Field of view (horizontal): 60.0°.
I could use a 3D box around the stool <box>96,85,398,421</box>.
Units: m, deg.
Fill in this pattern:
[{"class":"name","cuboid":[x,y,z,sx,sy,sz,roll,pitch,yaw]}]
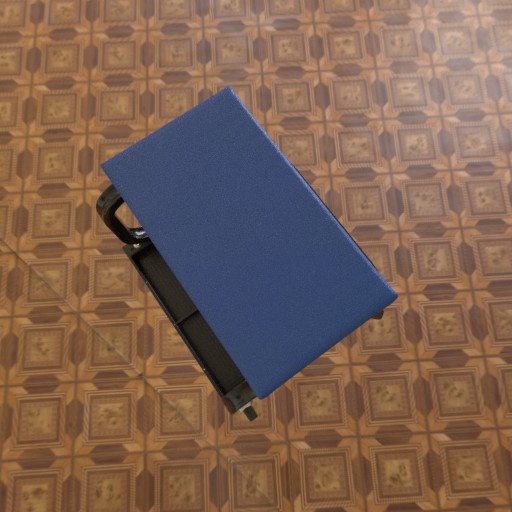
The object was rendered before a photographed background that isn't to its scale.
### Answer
[{"class":"stool","cuboid":[0.000,0.000,0.749,0.371,0.380,0.446,-35,78,-8]}]
